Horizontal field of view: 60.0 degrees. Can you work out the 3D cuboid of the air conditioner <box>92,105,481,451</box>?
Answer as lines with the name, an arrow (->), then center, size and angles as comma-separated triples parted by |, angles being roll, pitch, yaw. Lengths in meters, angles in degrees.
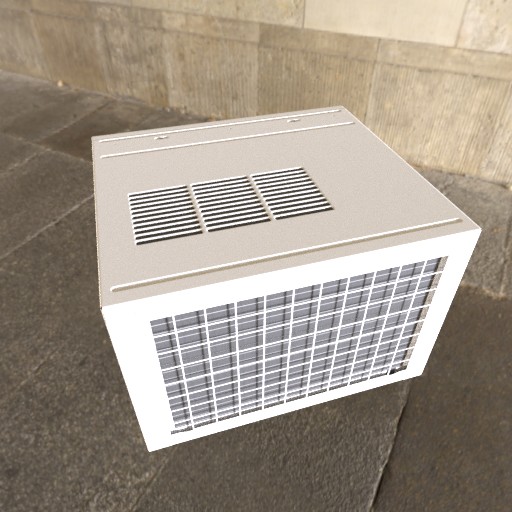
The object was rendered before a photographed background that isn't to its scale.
air conditioner -> 0.000, 0.000, 1.062 | 0.645, 0.455, 0.599 | -11, 42, -13
